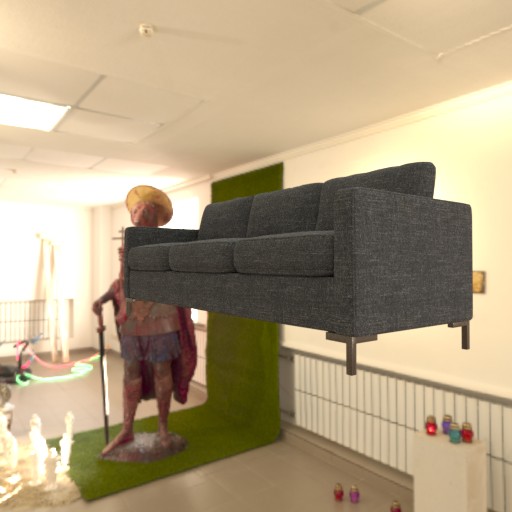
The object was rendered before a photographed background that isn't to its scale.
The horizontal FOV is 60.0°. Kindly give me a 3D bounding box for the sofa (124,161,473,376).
[{"bbox_3d":[0.000,0.000,2.667,0.859,0.874,2.218,1,-1,-37],"label":"sofa"}]
